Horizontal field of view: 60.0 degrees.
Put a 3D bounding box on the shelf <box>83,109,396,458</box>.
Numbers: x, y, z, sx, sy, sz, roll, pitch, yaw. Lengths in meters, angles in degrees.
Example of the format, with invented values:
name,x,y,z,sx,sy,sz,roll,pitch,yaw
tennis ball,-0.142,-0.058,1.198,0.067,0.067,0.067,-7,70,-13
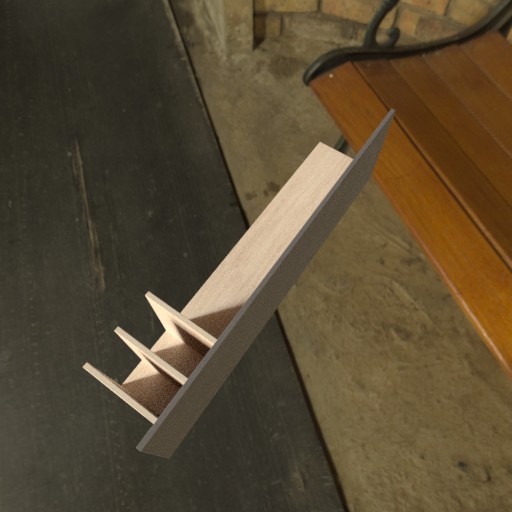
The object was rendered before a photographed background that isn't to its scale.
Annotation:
name,x,y,z,sx,sy,sz,roll,pitch,yaw
shelf,0.000,0.000,1.156,0.200,0.300,1.020,32,68,15
